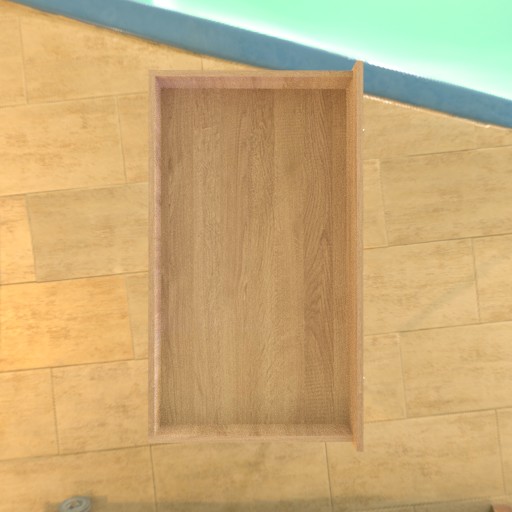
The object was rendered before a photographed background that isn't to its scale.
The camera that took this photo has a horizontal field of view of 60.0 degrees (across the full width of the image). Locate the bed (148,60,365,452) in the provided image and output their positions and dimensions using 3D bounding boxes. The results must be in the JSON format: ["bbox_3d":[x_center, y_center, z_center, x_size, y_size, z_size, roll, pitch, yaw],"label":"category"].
[{"bbox_3d":[0.000,0.000,1.461,0.685,0.209,1.200,0,90,-1],"label":"bed"}]
